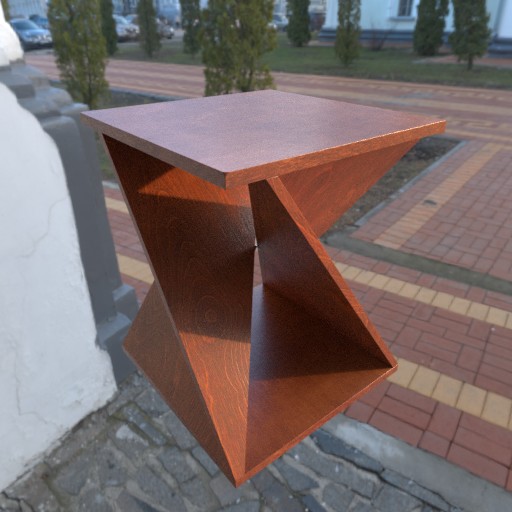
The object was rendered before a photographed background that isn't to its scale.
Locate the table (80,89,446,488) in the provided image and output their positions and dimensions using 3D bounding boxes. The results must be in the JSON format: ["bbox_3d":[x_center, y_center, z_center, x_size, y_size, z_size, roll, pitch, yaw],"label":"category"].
[{"bbox_3d":[0.000,0.000,0.848,0.427,0.520,0.427,-21,35,-34],"label":"table"}]
